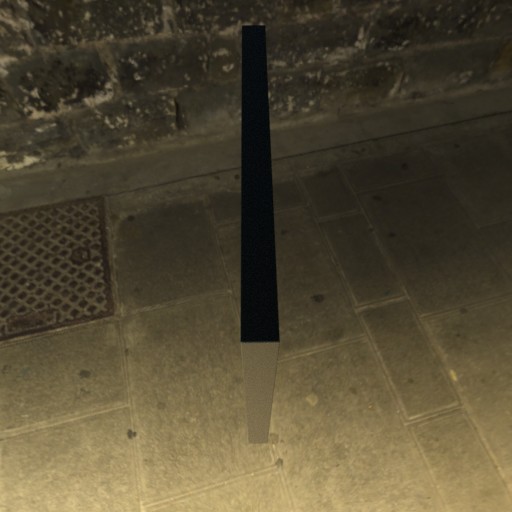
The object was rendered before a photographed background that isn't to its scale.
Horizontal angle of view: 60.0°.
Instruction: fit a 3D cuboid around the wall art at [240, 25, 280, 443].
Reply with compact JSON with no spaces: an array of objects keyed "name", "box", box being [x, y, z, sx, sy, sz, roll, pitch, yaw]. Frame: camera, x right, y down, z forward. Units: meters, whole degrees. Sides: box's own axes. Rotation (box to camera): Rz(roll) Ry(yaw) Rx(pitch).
[{"name":"wall art","box":[0.000,0.000,0.750,0.036,0.508,0.508,-1,58,0]}]
